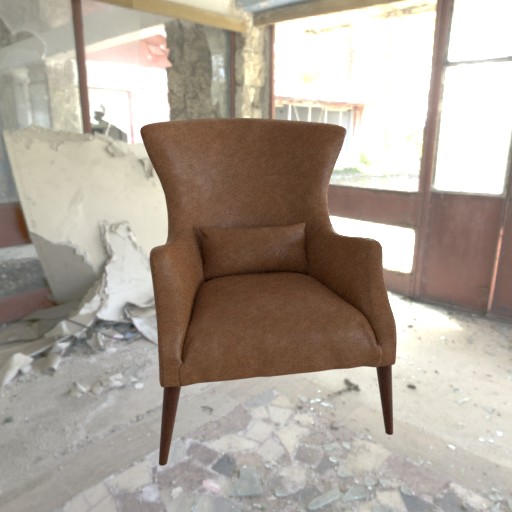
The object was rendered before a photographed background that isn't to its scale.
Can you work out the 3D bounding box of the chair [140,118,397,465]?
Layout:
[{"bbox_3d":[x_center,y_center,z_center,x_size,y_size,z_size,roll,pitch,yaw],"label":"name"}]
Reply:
[{"bbox_3d":[0.000,0.000,1.738,0.846,1.067,0.955,-3,16,-10],"label":"chair"}]
